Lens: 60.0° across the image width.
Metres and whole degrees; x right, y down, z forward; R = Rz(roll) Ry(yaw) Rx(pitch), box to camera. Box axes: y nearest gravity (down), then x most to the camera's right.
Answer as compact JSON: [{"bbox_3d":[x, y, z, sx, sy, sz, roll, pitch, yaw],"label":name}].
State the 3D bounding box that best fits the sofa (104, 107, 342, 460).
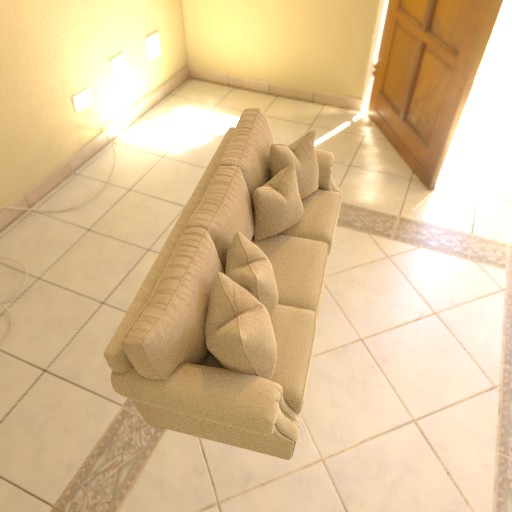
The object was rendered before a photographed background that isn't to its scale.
[{"bbox_3d":[0.000,0.000,2.925,0.965,0.975,2.312,10,47,10],"label":"sofa"}]
